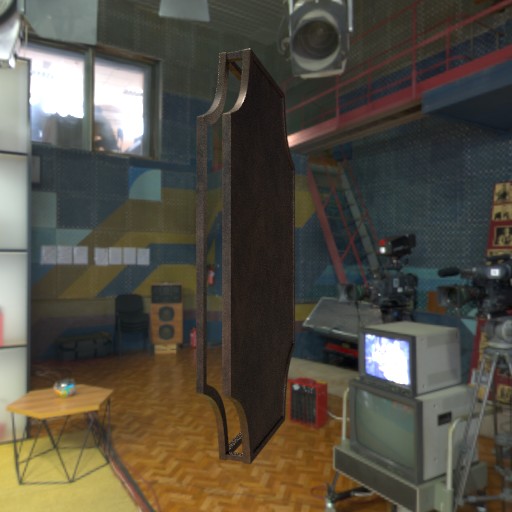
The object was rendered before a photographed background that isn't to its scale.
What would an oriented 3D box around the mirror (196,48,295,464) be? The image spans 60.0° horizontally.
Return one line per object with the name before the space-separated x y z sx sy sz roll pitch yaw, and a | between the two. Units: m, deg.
mirror | 0.000 0.000 0.994 0.066 0.811 0.462 0 -1 19
